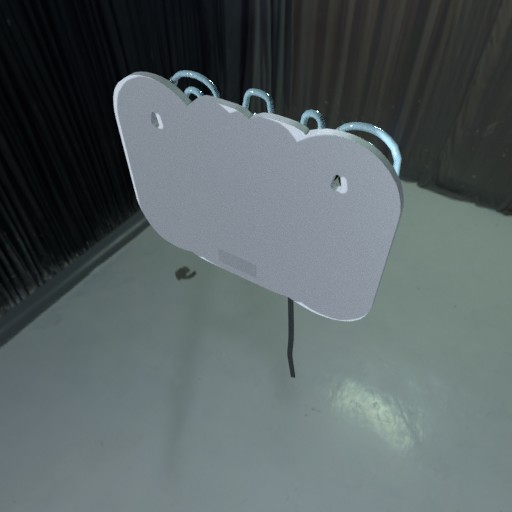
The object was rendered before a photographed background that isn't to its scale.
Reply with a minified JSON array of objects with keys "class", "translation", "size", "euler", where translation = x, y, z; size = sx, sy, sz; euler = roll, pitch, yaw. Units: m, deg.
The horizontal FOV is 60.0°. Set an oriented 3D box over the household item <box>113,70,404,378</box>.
[{"class":"household item","translation":[0.000,0.000,0.374],"size":[0.211,0.294,0.042],"euler":[24,51,21]}]
